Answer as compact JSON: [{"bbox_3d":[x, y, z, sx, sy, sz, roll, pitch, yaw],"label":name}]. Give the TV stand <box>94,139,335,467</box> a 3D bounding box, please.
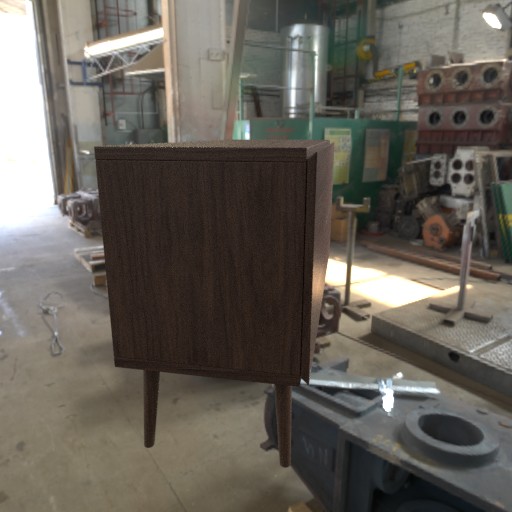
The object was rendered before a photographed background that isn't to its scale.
[{"bbox_3d":[0.000,0.000,1.325,0.405,0.660,0.990,3,16,11],"label":"TV stand"}]
